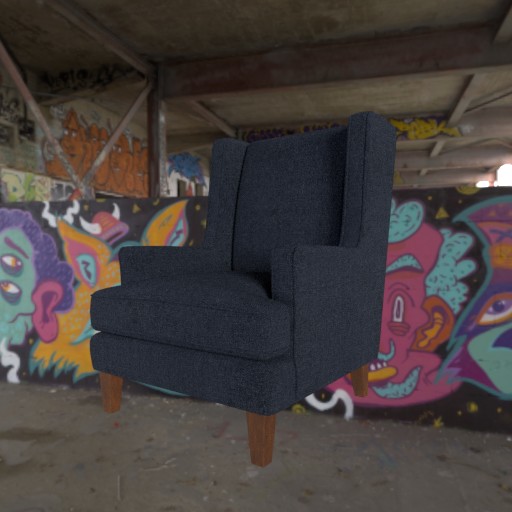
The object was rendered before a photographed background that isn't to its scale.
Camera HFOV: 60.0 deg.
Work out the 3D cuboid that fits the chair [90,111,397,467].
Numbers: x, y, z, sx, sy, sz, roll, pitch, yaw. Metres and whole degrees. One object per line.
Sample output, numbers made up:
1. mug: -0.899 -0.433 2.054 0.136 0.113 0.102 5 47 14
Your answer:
1. chair: 0.000 0.000 1.677 0.764 1.072 0.947 1 1 36
